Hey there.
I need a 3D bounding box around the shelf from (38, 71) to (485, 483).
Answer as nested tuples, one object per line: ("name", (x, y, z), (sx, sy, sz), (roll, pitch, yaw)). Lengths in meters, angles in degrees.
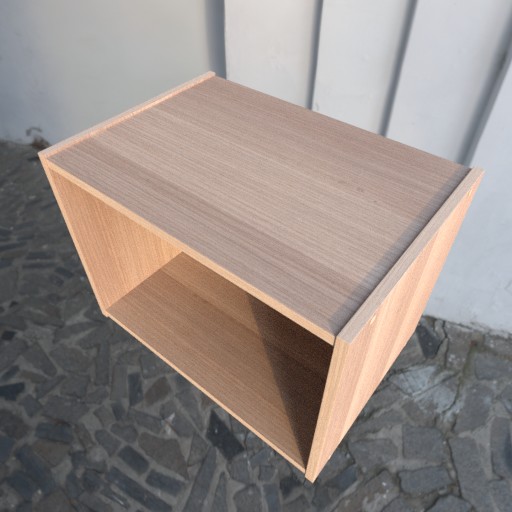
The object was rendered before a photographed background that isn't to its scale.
("shelf", (0.000, 0.000, 0.608), (0.415, 0.305, 0.290), (30, 53, 26))
